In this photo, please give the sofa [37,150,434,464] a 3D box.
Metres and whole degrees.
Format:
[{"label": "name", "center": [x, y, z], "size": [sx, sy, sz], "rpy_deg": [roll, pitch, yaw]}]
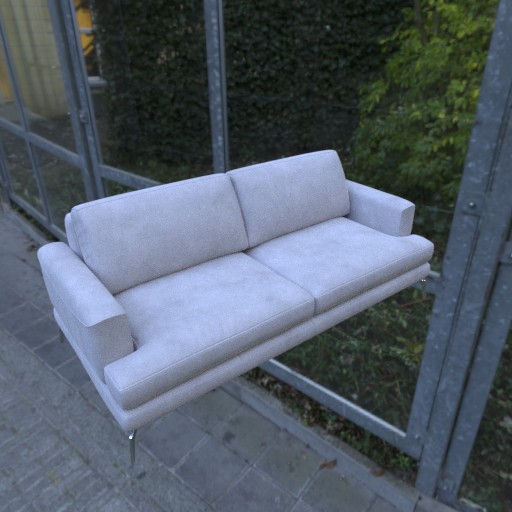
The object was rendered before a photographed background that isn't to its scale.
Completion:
[{"label": "sofa", "center": [0.000, 0.000, 2.443], "size": [2.013, 0.830, 0.980], "rpy_deg": [-20, 34, -32]}]
